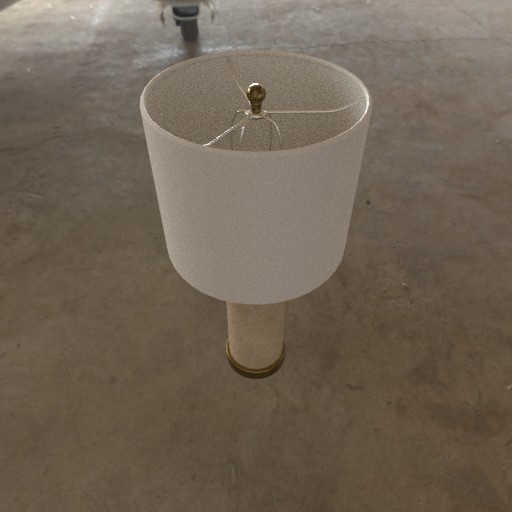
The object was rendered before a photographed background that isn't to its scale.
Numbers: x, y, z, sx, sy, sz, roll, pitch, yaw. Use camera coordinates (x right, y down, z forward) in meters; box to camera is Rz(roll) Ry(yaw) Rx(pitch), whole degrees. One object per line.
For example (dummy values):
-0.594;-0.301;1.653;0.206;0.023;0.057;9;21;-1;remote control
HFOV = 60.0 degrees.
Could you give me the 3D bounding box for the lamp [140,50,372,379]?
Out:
0.000;0.000;0.805;0.305;0.634;0.305;24;50;22;lamp
